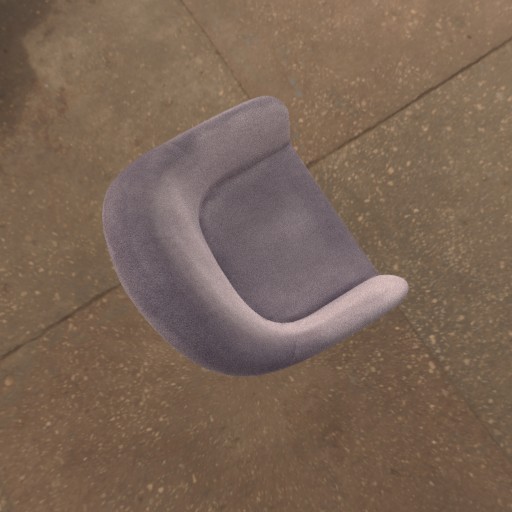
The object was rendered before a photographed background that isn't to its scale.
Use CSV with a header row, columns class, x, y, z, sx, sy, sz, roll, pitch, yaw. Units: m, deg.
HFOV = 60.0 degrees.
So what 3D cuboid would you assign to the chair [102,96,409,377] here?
class,x,y,z,sx,sy,sz,roll,pitch,yaw
chair,0.000,0.000,1.149,0.540,0.780,0.570,-30,78,-7
